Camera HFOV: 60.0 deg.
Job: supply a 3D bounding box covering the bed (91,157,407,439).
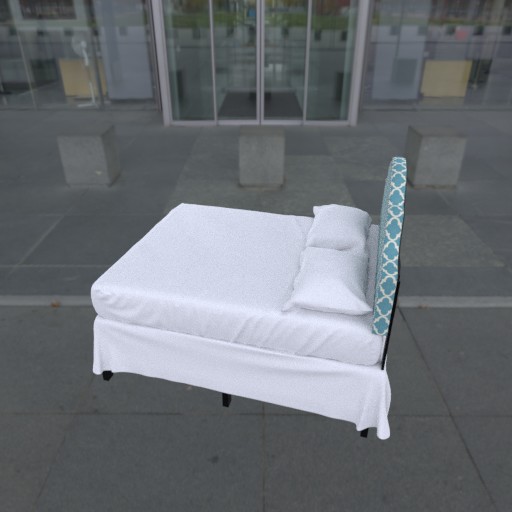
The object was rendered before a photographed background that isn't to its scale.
[{"bbox_3d":[0.000,0.000,3.408,2.222,1.633,1.780,8,30,13],"label":"bed"}]
